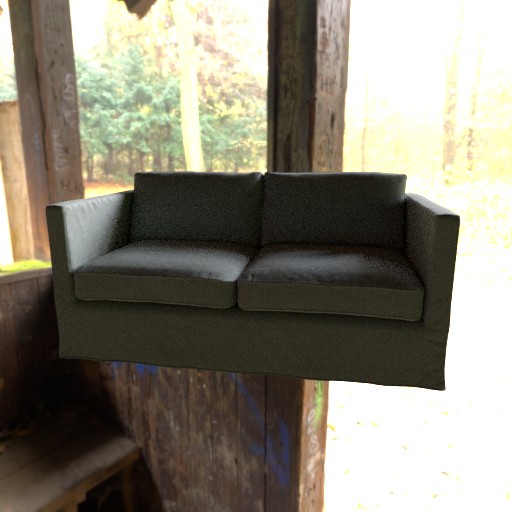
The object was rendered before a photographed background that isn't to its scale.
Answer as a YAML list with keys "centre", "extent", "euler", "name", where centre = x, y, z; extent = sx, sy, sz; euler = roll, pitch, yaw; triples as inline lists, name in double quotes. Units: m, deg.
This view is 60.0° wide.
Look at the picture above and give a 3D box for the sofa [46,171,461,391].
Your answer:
- centre: [0.000, 0.000, 2.262]
  extent: [1.727, 0.830, 0.944]
  euler: [2, 13, 10]
  name: "sofa"
